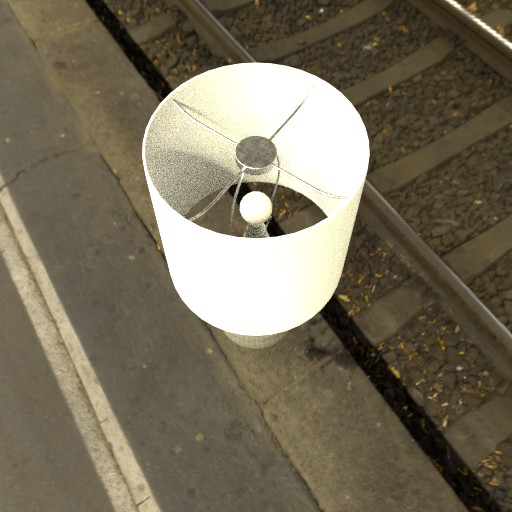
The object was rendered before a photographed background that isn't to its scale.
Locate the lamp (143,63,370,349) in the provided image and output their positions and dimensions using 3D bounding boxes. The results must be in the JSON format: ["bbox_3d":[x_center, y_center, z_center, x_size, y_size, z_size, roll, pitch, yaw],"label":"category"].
[{"bbox_3d":[0.000,0.000,0.486,0.186,0.369,0.186,0,63,0],"label":"lamp"}]
